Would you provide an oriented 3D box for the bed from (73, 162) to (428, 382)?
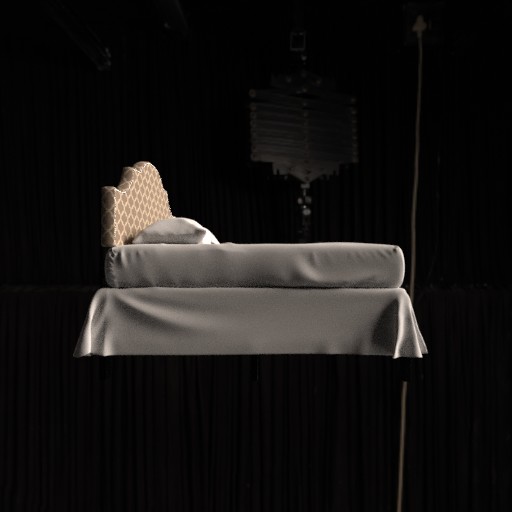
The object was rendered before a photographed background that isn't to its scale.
[{"bbox_3d":[0.000,0.000,3.841,2.222,1.601,2.314,0,-1,1],"label":"bed"}]
